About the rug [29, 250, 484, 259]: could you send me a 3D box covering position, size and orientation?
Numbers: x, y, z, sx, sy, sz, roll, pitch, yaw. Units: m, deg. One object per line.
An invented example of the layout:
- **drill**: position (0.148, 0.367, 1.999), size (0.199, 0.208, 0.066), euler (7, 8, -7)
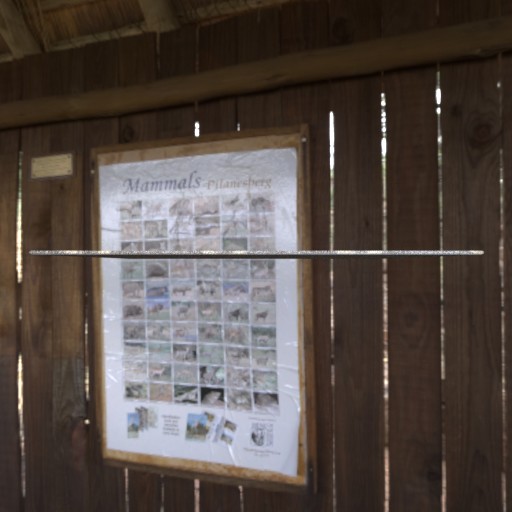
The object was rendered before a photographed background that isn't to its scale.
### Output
- **rug**: position (0.000, 0.000, 4.090), size (3.000, 0.026, 2.399), euler (0, -1, -1)
